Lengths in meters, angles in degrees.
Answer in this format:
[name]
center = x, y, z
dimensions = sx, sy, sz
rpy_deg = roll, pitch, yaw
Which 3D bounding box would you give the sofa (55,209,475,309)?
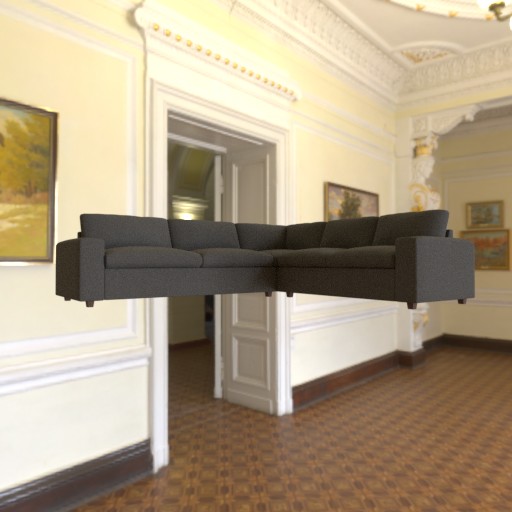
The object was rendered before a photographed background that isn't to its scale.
[sofa]
center = 0.000, 0.000, 4.601
dimensions = 3.277, 0.965, 2.895
rpy_deg = 1, -1, -36
